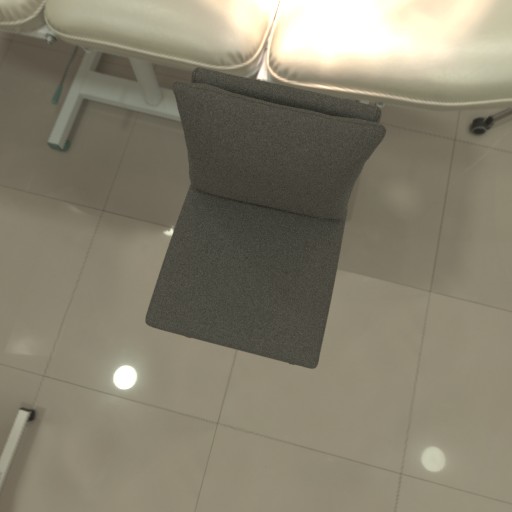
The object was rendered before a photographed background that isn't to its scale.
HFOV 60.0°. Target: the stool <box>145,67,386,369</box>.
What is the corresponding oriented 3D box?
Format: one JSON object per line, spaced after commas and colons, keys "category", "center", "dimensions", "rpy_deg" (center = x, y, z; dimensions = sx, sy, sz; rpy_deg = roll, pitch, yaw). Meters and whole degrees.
{"category": "stool", "center": [0.000, 0.000, 1.333], "dimensions": [0.463, 1.030, 0.569], "rpy_deg": [14, 76, 3]}
